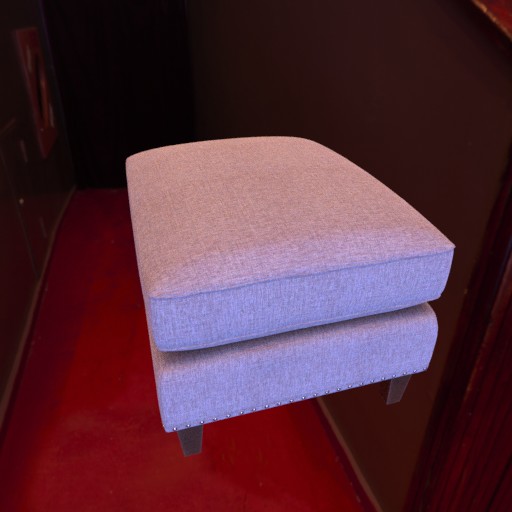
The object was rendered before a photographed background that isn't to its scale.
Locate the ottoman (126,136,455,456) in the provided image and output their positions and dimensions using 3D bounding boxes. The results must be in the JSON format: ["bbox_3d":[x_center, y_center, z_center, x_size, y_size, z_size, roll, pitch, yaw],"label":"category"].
[{"bbox_3d":[0.000,0.000,1.139,0.584,0.513,0.741,-9,31,-14],"label":"ottoman"}]
